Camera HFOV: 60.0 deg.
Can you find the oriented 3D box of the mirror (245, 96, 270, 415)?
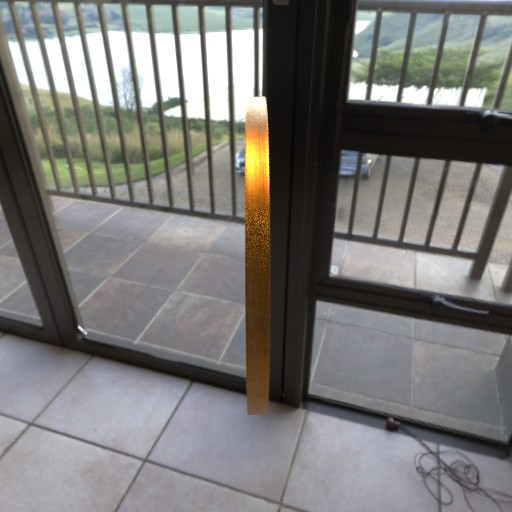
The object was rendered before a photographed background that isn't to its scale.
[{"bbox_3d":[0.000,0.000,0.835,0.032,0.565,0.565,0,33,0],"label":"mirror"}]
